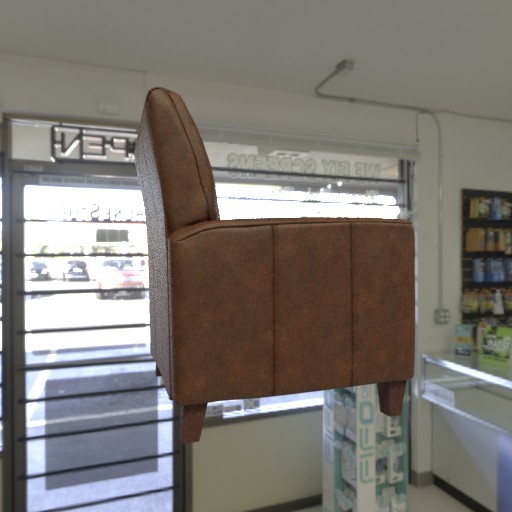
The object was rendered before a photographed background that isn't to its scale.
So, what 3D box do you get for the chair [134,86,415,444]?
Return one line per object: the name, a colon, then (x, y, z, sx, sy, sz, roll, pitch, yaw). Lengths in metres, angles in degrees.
chair: (0.000, 0.000, 1.644, 0.850, 1.010, 0.839, 0, 0, -18)
